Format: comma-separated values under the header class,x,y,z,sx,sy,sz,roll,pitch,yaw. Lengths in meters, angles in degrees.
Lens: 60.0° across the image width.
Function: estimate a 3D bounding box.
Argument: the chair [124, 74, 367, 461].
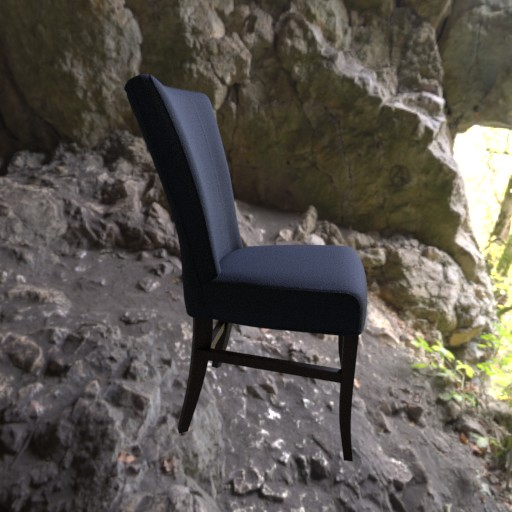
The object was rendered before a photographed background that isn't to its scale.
class,x,y,z,sx,sy,sz,roll,pitch,yaw
chair,0.000,0.000,1.353,0.660,0.991,0.520,3,15,10
